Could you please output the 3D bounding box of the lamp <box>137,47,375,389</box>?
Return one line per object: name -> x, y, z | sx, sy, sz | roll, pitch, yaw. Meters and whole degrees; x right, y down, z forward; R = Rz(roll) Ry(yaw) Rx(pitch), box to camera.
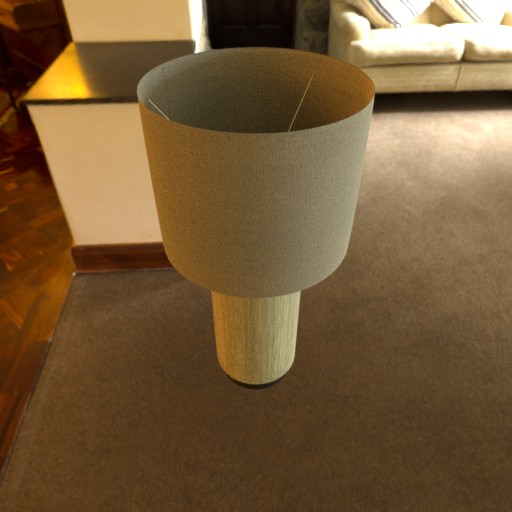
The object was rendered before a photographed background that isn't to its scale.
lamp -> 0.000, 0.000, 0.573 | 0.228, 0.444, 0.228 | 26, 47, 27
